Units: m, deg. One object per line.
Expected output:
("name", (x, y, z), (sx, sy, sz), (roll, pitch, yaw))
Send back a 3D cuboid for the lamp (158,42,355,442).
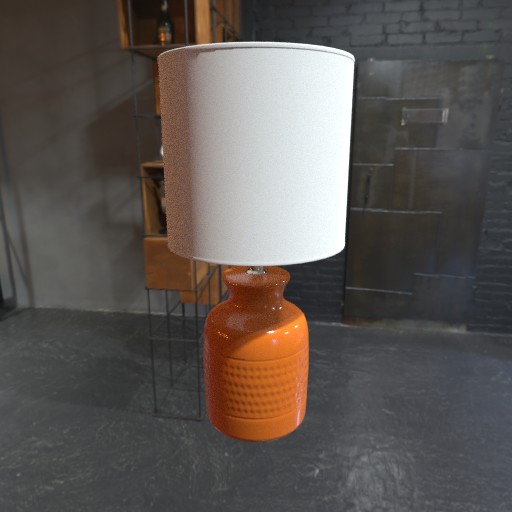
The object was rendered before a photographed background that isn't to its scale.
("lamp", (0.000, 0.000, 1.073), (0.418, 0.871, 0.418), (3, 15, 10))
